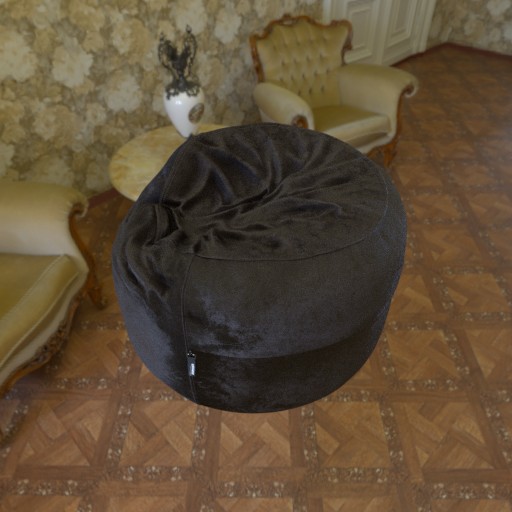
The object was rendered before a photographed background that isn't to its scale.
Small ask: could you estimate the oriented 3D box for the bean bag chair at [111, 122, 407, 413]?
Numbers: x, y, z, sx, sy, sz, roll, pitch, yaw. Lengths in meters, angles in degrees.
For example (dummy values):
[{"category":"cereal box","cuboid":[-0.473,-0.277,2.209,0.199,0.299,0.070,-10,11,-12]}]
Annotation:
[{"category":"bean bag chair","cuboid":[0.000,0.000,1.467,0.918,0.605,0.918,0,40,0]}]
